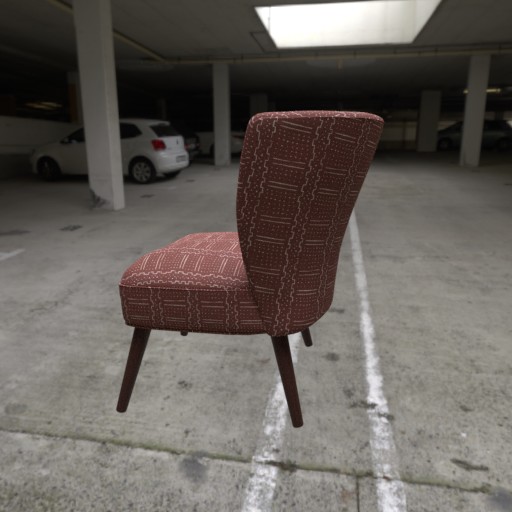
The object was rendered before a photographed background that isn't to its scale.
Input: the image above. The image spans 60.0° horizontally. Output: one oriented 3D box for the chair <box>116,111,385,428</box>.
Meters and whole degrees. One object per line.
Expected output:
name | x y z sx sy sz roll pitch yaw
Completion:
chair | 0.000 0.000 1.448 0.758 0.866 0.706 2 13 10
